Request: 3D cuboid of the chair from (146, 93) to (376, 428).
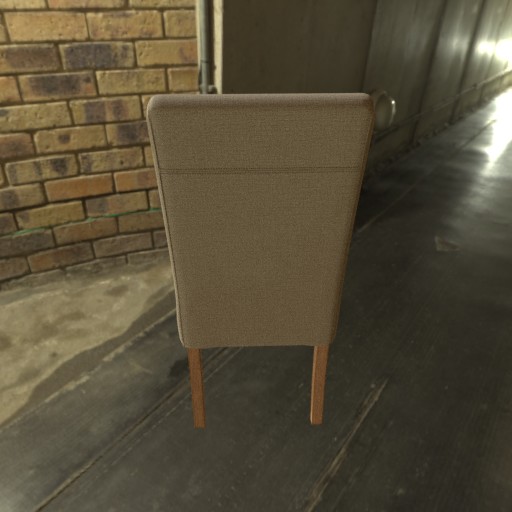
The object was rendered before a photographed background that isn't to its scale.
[{"bbox_3d":[0.000,0.000,1.334,0.450,1.033,0.611,-1,31,-2],"label":"chair"}]
